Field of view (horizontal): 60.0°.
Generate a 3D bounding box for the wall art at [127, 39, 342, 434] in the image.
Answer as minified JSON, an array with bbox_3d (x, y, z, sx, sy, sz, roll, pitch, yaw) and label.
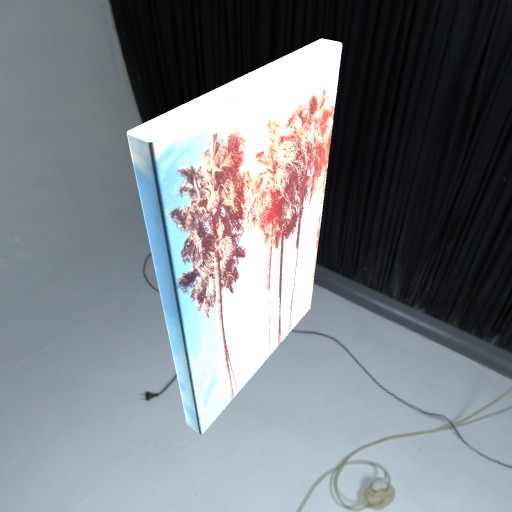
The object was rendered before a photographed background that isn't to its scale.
[{"bbox_3d":[0.000,0.000,0.770,0.038,0.610,0.401,26,48,26],"label":"wall art"}]
